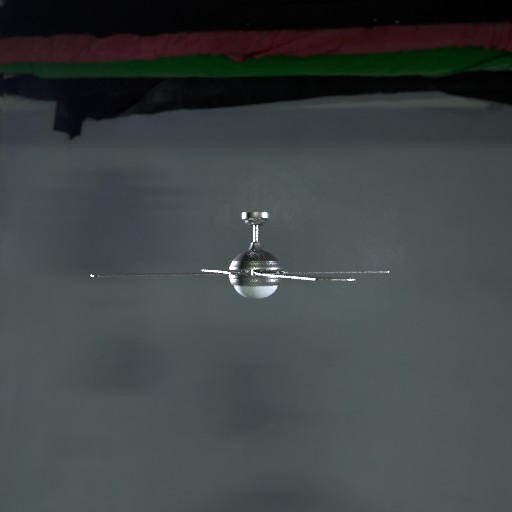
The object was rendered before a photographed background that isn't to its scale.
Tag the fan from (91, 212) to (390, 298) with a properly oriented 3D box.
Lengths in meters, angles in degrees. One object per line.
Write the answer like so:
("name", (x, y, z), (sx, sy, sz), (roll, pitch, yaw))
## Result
("fan", (0.000, 0.000, 1.985), (1.321, 0.381, 1.321), (0, 0, -1))
